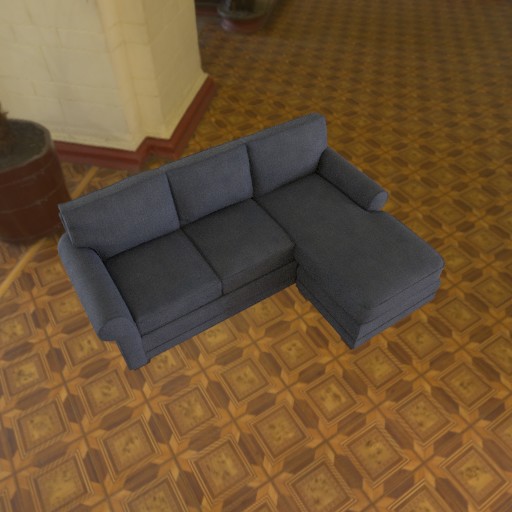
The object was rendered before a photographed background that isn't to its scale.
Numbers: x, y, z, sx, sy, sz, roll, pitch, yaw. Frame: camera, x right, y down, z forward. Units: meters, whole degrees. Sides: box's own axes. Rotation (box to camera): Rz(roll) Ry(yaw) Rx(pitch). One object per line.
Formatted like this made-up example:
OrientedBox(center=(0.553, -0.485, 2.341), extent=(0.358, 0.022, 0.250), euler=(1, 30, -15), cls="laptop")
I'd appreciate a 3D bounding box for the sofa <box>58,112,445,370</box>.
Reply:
OrientedBox(center=(0.000, 0.000, 3.442), extent=(2.567, 1.063, 1.780), euler=(-26, 53, -21), cls="sofa")
